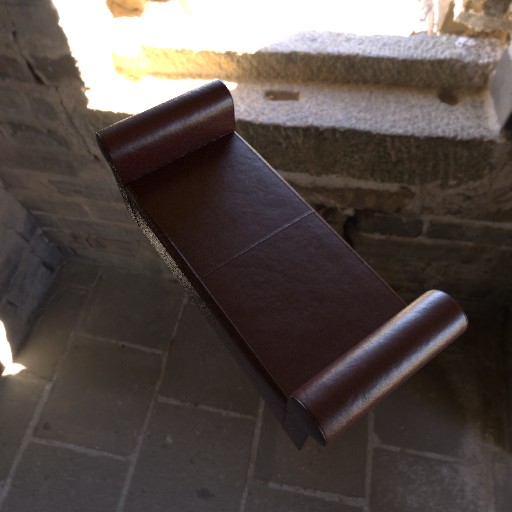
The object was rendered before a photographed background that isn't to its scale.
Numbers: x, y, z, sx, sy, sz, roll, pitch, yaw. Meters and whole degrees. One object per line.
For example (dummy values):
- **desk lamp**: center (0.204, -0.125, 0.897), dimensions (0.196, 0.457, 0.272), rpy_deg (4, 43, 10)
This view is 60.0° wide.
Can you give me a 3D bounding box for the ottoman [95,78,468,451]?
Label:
- **ottoman**: center (0.000, 0.000, 1.566), dimensions (0.521, 0.547, 1.256), rpy_deg (-32, 63, -18)
